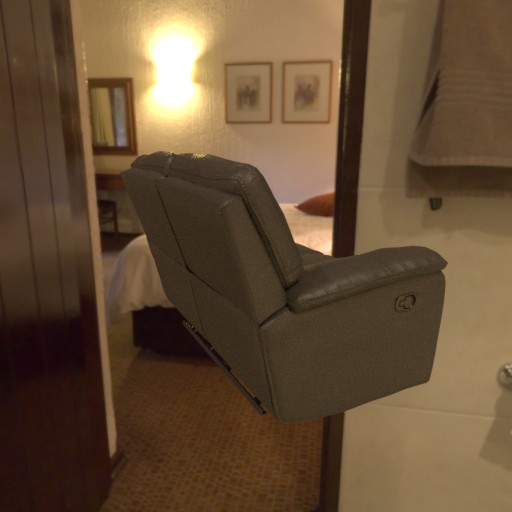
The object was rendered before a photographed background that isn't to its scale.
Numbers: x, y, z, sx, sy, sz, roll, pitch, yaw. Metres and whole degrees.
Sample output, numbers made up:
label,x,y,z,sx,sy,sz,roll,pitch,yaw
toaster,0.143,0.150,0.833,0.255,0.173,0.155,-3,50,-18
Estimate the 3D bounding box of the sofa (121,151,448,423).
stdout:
label,x,y,z,sx,sy,sz,roll,pitch,yaw
sofa,0.000,0.000,2.423,1.104,1.111,1.765,-7,16,-26
